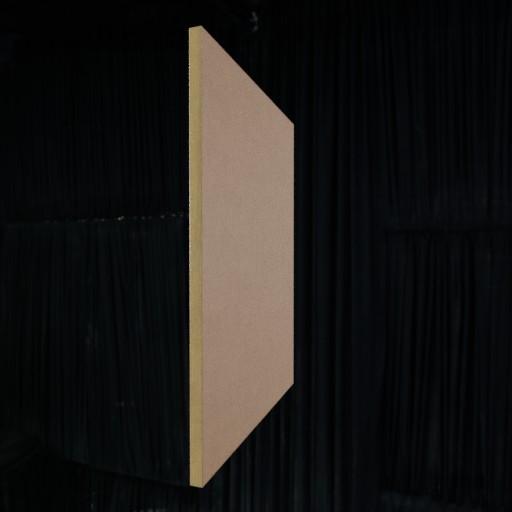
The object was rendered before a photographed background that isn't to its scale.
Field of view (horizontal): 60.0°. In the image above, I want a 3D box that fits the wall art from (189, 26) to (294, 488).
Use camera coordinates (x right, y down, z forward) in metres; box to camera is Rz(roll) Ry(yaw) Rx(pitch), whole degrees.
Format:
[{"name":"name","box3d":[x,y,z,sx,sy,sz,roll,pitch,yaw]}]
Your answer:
[{"name":"wall art","box3d":[0.000,0.000,1.343,0.030,1.002,0.798,0,1,19]}]
